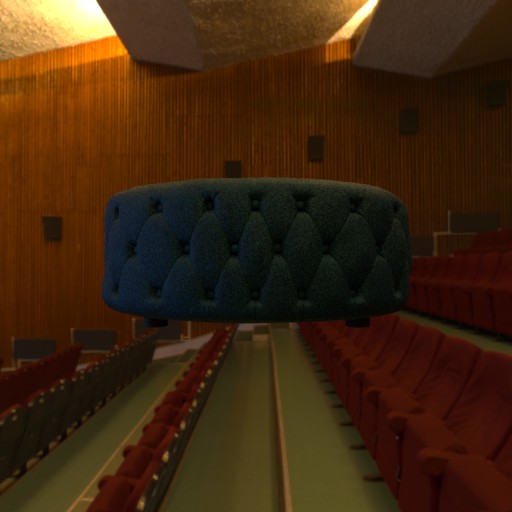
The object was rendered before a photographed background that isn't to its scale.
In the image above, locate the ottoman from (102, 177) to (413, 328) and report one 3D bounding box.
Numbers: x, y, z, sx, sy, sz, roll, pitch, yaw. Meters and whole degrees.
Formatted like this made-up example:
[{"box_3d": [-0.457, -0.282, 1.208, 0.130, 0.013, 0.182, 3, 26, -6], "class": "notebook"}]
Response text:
[{"box_3d": [0.000, 0.000, 1.524, 0.998, 0.398, 0.998, 0, -1, 0], "class": "ottoman"}]
